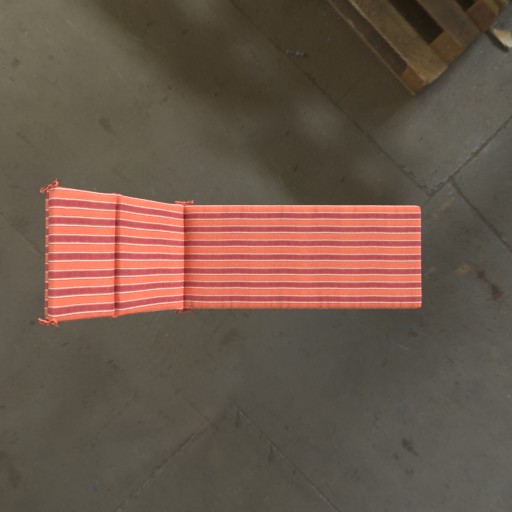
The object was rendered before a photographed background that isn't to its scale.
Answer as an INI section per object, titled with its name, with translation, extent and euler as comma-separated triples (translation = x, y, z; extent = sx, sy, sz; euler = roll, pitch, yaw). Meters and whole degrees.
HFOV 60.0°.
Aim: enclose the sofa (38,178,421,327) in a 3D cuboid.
[sofa]
translation = 0.000, 0.000, 1.968
extent = 1.663, 0.622, 0.582
euler = 0, 89, 0
